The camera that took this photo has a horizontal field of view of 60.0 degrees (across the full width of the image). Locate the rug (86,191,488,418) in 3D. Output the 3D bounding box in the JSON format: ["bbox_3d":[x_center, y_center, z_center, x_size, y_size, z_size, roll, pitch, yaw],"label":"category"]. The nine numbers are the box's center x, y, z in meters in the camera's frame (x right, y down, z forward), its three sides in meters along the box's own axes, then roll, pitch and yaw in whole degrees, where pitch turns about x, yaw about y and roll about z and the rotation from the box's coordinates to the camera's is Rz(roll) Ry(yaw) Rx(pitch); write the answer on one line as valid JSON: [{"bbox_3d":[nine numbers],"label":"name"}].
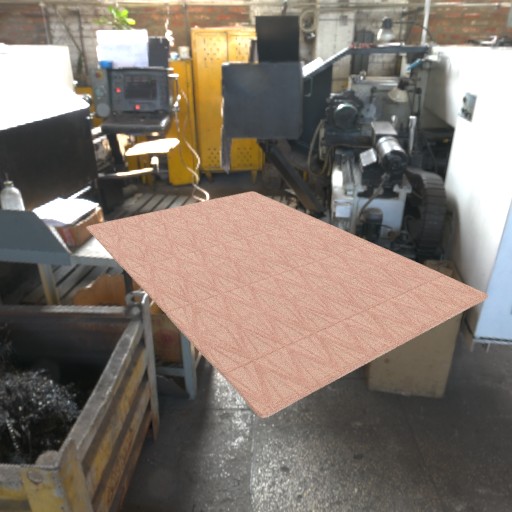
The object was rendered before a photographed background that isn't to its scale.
[{"bbox_3d":[0.000,0.000,2.995,1.609,0.015,2.390,-17,31,-31],"label":"rug"}]
